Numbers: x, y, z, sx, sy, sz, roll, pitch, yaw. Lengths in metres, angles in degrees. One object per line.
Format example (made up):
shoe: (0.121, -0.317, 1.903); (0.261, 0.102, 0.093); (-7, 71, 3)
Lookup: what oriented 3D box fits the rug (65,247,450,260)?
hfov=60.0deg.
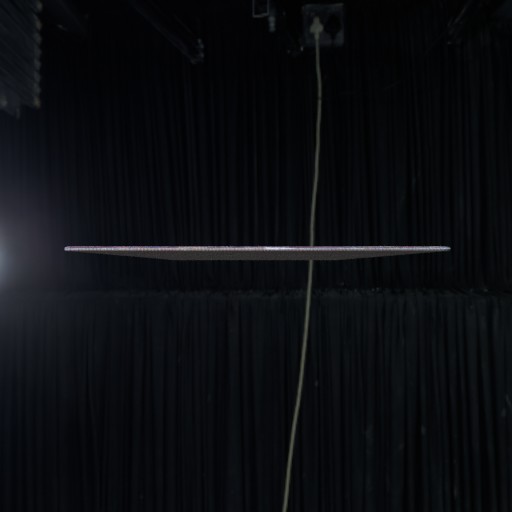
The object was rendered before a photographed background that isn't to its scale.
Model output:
rug: (0.000, 0.000, 2.982); (1.539, 0.018, 2.449); (0, -1, 0)
